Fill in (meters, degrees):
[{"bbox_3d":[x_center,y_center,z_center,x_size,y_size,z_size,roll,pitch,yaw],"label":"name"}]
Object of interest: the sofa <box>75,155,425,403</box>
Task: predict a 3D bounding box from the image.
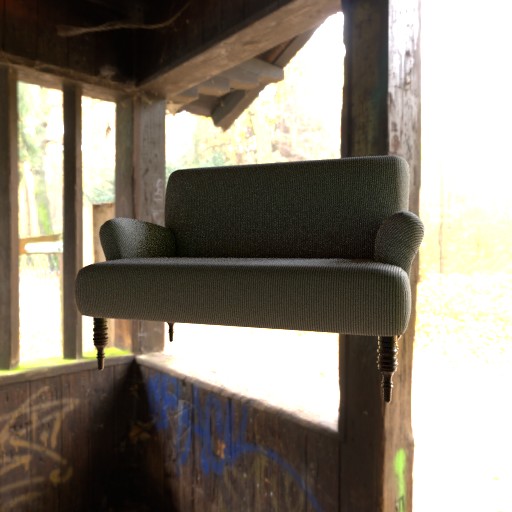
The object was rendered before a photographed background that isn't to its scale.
[{"bbox_3d":[0.000,0.000,1.833,1.297,0.889,0.779,0,1,19],"label":"sofa"}]
